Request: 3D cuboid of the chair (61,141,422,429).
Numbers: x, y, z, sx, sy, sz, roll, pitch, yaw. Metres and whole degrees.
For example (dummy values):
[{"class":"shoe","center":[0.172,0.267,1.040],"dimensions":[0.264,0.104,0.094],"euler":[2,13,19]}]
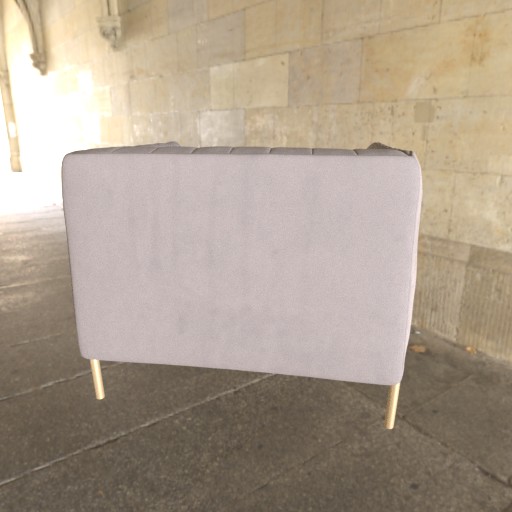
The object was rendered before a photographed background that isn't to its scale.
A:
[{"class":"chair","center":[0.000,0.000,1.570],"dimensions":[0.981,0.779,0.873],"euler":[3,16,9]}]
